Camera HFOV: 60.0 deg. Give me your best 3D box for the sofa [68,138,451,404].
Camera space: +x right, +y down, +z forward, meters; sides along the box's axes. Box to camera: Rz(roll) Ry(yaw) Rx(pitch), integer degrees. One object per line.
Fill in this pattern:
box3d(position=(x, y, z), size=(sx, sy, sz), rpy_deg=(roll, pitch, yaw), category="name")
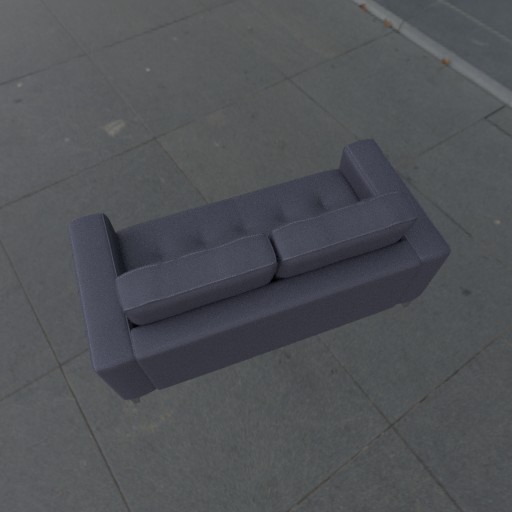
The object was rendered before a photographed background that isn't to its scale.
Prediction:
box3d(position=(0.000, 0.000, 2.296), size=(1.726, 0.893, 0.833), rpy_deg=(-17, 60, -10), category="sofa")
